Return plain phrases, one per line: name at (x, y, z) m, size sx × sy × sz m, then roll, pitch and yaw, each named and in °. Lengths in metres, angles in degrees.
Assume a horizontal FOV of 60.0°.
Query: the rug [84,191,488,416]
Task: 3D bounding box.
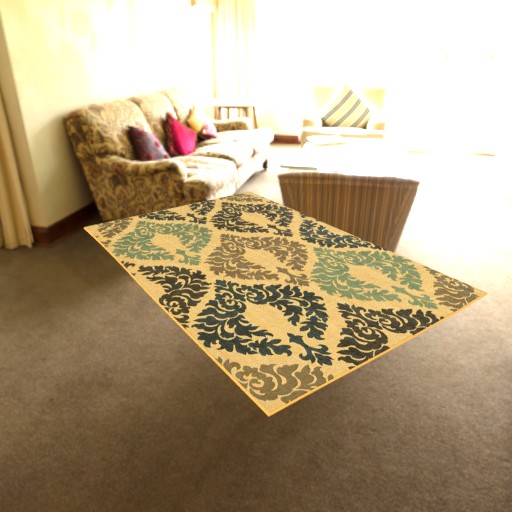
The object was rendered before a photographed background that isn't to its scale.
rug at (0.000, 0.000, 2.857) m, size 1.514 × 0.014 × 2.275 m, roll -17°, pitch 31°, yaw -32°
